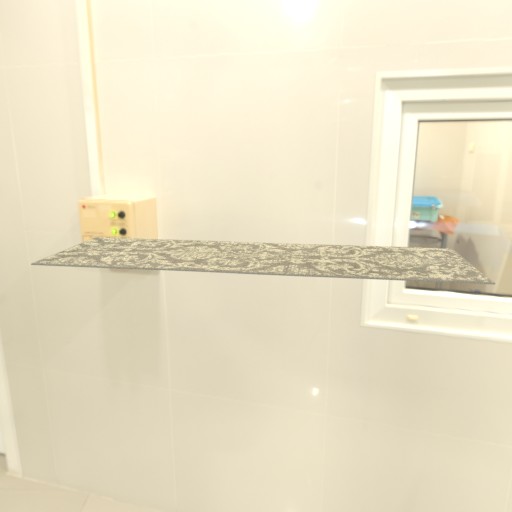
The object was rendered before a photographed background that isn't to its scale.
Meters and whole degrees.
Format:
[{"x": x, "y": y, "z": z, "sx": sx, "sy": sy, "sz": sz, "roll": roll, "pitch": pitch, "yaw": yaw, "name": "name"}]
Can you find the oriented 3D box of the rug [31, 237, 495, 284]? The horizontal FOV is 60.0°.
[{"x": 0.000, "y": 0.000, "z": 2.391, "sx": 2.196, "sy": 0.011, "sz": 0.662, "roll": 2, "pitch": 14, "yaw": 8, "name": "rug"}]
